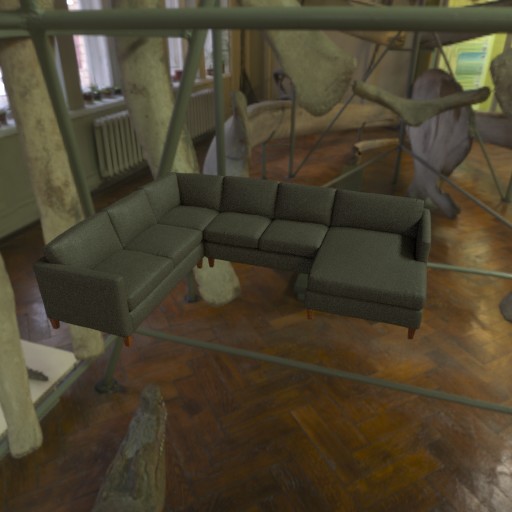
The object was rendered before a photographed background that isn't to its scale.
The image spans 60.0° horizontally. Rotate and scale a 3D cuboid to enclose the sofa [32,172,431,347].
[{"bbox_3d":[0.000,0.000,4.696,3.460,0.961,2.594,9,29,16],"label":"sofa"}]
